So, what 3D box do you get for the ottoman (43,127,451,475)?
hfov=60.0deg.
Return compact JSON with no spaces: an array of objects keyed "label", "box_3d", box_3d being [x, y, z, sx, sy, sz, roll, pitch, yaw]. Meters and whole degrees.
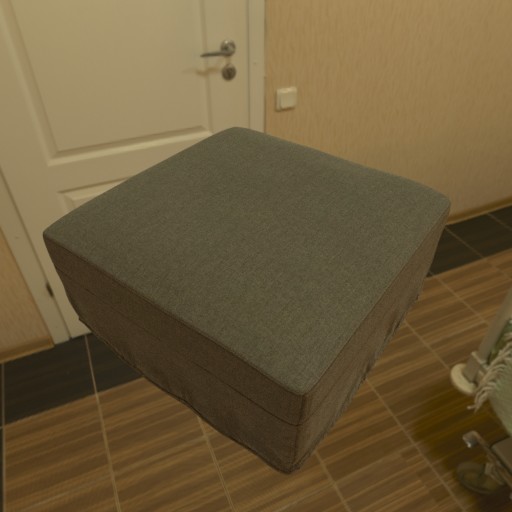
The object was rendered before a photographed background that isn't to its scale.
[{"label":"ottoman","box_3d":[0.000,0.000,1.326,0.843,0.436,0.840,26,47,27]}]
